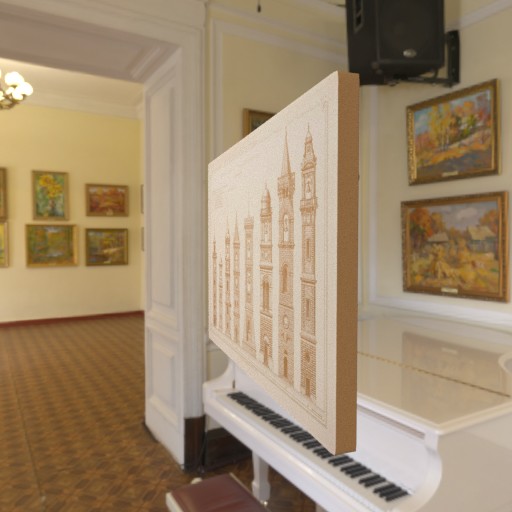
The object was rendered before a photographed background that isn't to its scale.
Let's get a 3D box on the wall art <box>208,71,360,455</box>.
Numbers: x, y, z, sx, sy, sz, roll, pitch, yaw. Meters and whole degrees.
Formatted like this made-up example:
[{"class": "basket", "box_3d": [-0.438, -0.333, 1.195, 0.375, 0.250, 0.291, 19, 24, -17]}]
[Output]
[{"class": "wall art", "box_3d": [0.000, 0.000, 0.472, 0.019, 0.254, 0.380, -1, 2, -19]}]
